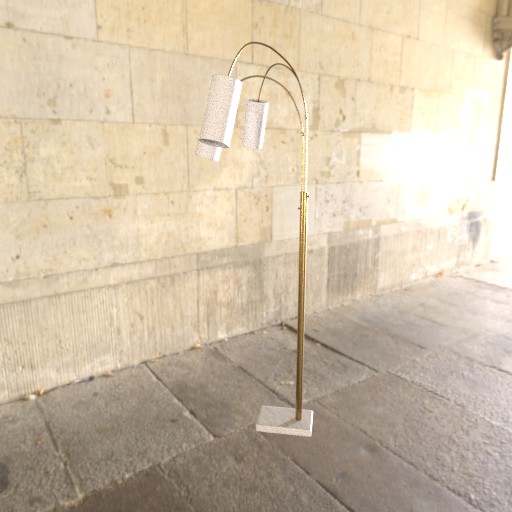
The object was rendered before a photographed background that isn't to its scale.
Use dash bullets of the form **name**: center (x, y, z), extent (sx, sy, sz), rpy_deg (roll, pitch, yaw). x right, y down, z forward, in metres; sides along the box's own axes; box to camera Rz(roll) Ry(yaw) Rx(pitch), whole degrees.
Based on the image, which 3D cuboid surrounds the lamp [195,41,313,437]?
- **lamp**: center (0.000, 0.000, 2.433), extent (0.667, 2.055, 1.020), rpy_deg (2, 13, 10)
